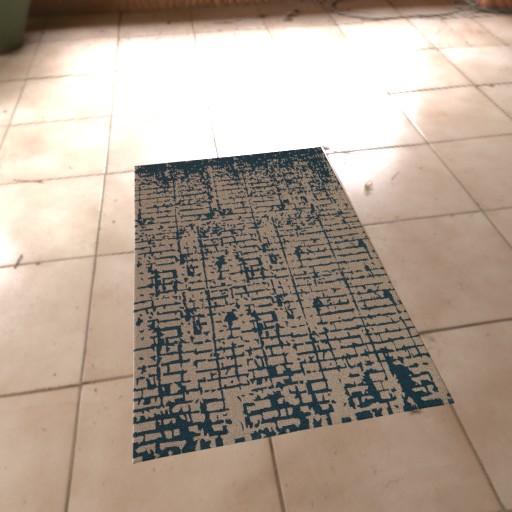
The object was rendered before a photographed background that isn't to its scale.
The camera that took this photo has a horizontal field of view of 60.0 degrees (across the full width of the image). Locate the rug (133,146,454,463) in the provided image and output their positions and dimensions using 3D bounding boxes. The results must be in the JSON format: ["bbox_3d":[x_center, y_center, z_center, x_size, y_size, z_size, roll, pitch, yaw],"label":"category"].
[{"bbox_3d":[0.000,0.000,2.254,1.220,0.007,1.828,-8,47,-7],"label":"rug"}]
